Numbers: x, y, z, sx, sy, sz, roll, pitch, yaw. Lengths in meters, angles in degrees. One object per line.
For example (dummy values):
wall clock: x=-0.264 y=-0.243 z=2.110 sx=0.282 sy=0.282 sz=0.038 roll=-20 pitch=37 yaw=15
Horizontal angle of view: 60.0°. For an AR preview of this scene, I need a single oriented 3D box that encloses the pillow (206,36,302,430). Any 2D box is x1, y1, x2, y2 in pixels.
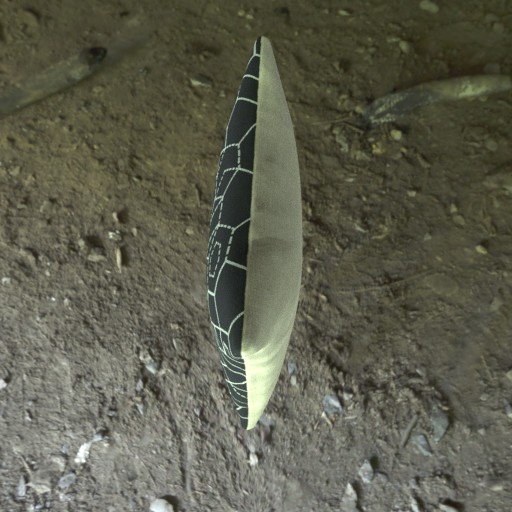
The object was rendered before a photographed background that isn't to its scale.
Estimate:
pillow: x=0.000 y=0.000 z=0.791 sx=0.158 sy=0.508 sz=0.517 roll=2 pitch=60 yaw=1
